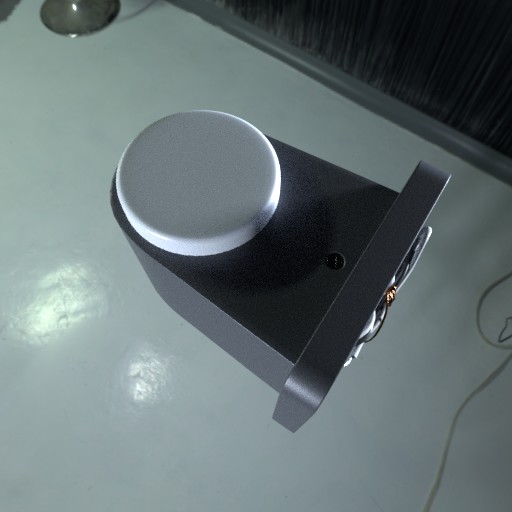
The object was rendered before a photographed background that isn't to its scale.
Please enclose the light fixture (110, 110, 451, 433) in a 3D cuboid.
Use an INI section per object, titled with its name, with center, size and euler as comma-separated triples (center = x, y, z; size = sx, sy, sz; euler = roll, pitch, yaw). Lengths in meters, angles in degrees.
[light fixture]
center = 0.000, 0.000, 0.214
size = 0.132, 0.109, 0.109
euler = 31, 68, 14
